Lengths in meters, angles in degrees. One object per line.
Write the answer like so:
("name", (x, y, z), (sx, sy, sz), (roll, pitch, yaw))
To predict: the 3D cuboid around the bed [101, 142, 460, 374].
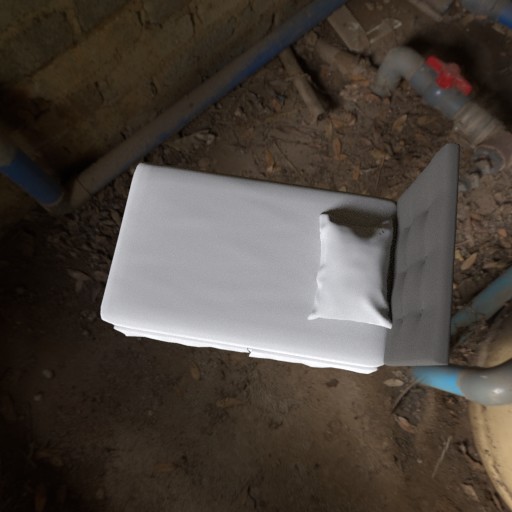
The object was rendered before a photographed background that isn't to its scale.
("bed", (0.000, 0.000, 2.944), (1.997, 1.571, 1.261), (9, 76, 2))
